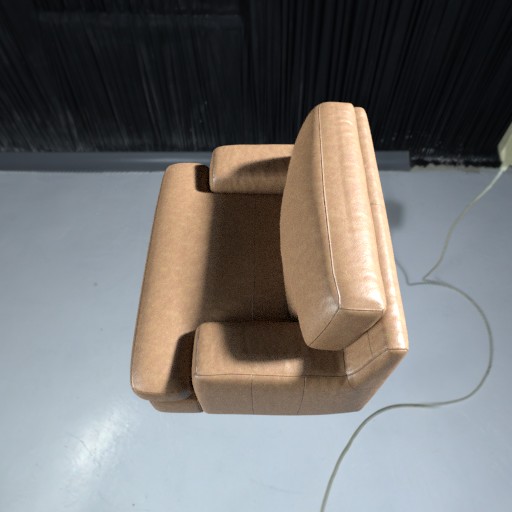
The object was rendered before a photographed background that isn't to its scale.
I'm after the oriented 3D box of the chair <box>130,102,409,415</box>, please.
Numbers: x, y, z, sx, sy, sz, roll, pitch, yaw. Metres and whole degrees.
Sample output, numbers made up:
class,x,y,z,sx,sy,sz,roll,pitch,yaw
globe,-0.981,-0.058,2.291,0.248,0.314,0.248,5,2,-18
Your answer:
class,x,y,z,sx,sy,sz,roll,pitch,yaw
chair,0.000,0.000,2.038,1.050,0.978,1.276,1,57,0
